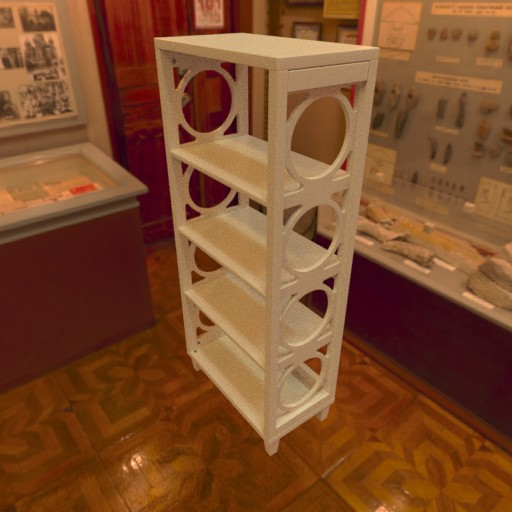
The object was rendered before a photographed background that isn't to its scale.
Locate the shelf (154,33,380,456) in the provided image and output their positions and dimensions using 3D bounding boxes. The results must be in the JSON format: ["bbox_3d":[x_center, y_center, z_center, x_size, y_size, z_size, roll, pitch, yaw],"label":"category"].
[{"bbox_3d":[0.000,0.000,1.618,0.340,1.411,0.611,-21,37,-31],"label":"shelf"}]
